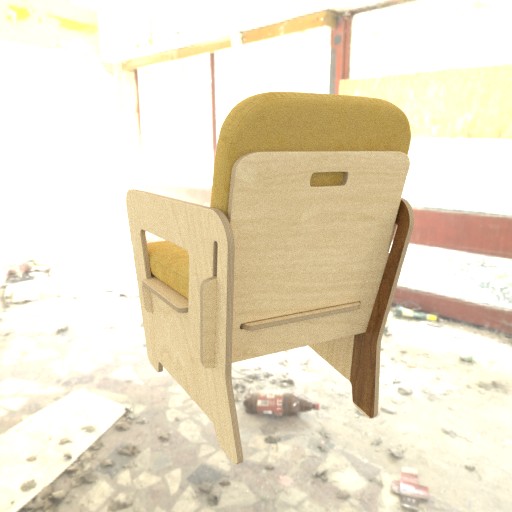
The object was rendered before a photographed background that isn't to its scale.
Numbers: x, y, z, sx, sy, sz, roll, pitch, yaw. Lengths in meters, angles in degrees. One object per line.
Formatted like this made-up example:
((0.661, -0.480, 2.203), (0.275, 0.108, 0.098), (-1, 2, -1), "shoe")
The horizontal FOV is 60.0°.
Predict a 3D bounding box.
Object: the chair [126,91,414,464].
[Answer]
((0.000, 0.000, 1.248), (0.590, 0.800, 0.710), (-7, 15, -26), "chair")
